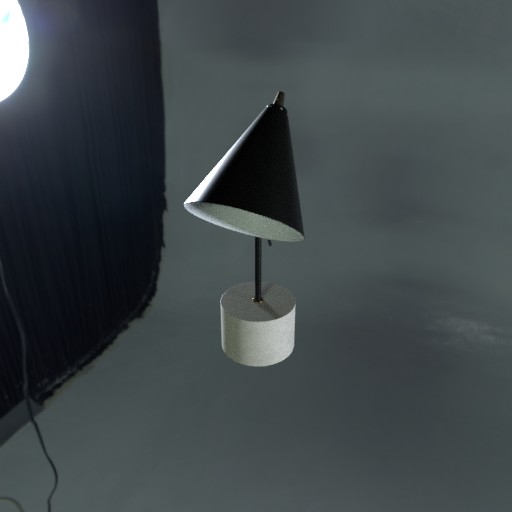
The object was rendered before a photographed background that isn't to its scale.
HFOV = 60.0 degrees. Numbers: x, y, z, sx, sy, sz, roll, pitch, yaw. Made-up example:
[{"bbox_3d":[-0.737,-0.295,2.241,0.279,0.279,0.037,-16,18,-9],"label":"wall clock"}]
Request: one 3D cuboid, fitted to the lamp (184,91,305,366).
[{"bbox_3d":[0.000,0.000,0.725,0.214,0.518,0.403,8,27,16],"label":"lamp"}]
